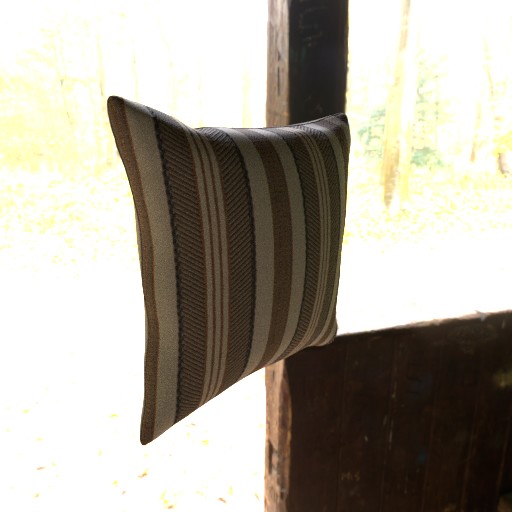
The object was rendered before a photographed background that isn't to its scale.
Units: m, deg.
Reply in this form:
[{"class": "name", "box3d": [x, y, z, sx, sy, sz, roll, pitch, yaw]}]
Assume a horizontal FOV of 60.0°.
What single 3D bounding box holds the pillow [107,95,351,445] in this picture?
[{"class": "pillow", "box3d": [0.000, 0.000, 0.623, 0.173, 0.401, 0.416, 14, 20, 42]}]
